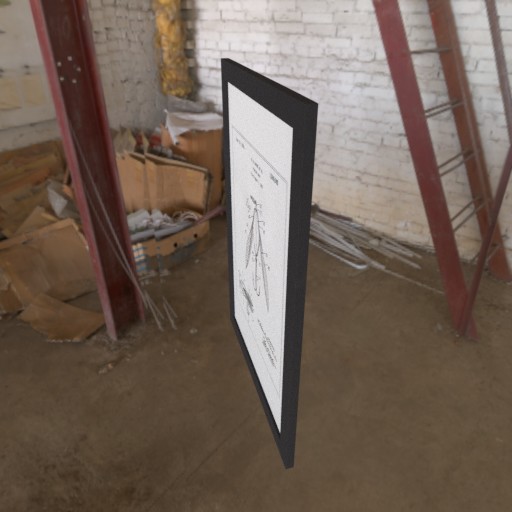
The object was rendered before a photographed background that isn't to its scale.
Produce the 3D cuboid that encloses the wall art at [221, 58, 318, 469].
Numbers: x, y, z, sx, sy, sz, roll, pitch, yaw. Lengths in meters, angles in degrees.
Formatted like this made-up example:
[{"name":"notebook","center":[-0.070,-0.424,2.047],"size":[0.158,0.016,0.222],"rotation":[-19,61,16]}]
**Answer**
[{"name":"wall art","center":[0.000,0.000,0.698],"size":[0.013,0.534,0.380],"rotation":[-8,31,-13]}]
